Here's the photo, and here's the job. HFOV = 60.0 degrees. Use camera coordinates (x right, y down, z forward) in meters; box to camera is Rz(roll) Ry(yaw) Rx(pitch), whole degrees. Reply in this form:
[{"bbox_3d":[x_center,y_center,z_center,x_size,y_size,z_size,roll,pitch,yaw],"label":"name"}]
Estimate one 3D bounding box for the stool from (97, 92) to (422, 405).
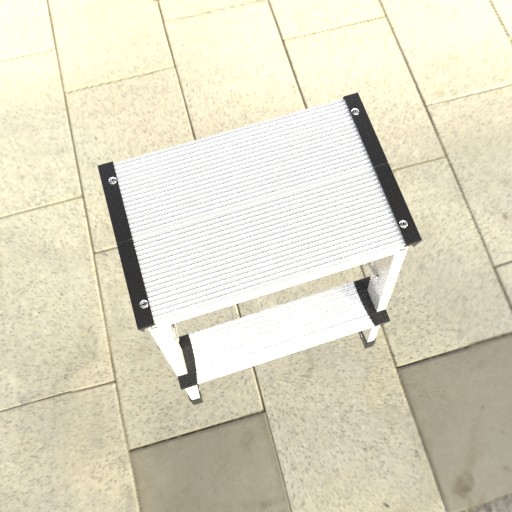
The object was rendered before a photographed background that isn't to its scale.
[{"bbox_3d":[0.000,0.000,0.745,0.404,0.480,0.405,-17,76,-5],"label":"stool"}]
